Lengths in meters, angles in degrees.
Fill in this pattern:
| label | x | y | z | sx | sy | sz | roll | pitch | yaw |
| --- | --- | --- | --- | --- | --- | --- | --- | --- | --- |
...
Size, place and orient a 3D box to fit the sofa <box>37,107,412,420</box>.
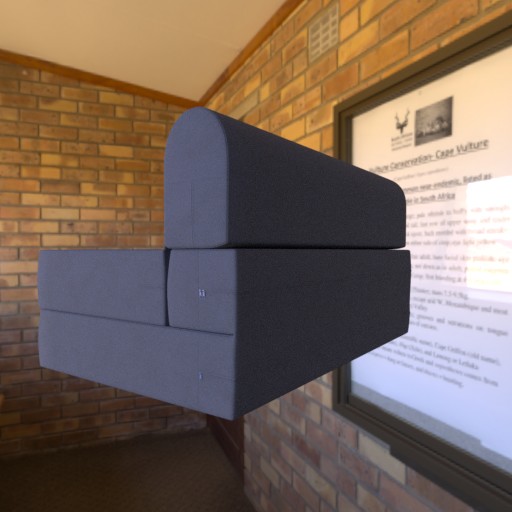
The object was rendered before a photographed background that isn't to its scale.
| label | x | y | z | sx | sy | sz | roll | pitch | yaw |
| --- | --- | --- | --- | --- | --- | --- | --- | --- | --- |
| sofa | 0.000 | 0.000 | 1.602 | 0.762 | 0.660 | 1.219 | 0 | 1 | 35 |
